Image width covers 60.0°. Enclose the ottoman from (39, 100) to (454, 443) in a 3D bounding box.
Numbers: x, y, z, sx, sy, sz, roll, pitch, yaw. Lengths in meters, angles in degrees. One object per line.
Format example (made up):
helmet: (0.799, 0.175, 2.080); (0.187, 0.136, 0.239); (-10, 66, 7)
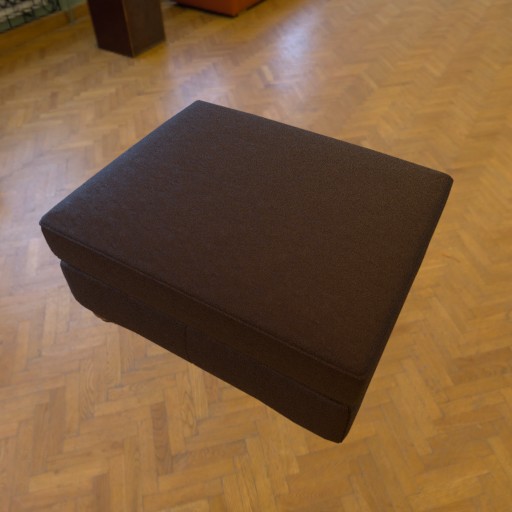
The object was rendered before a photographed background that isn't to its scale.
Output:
ottoman: (0.000, 0.000, 1.797); (1.187, 0.730, 0.967); (23, 51, 20)
